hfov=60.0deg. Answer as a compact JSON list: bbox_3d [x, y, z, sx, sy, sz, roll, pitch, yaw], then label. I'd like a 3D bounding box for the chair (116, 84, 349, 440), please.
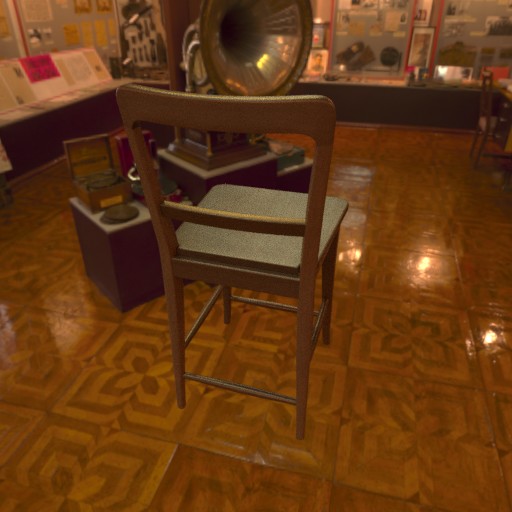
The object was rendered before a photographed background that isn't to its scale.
[{"bbox_3d":[0.000,0.000,1.270,0.450,0.991,0.546,9,32,15],"label":"chair"}]
